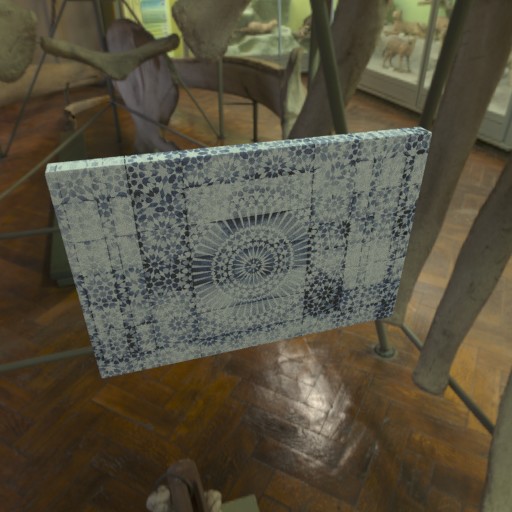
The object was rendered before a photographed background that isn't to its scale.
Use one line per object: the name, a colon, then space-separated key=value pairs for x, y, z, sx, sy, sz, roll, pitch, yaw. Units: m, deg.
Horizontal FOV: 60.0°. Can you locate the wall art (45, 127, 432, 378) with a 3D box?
wall art: x=0.000 y=0.000 z=1.194 sx=0.911 sy=0.608 sz=0.057 roll=-9 pitch=34 yaw=-14
